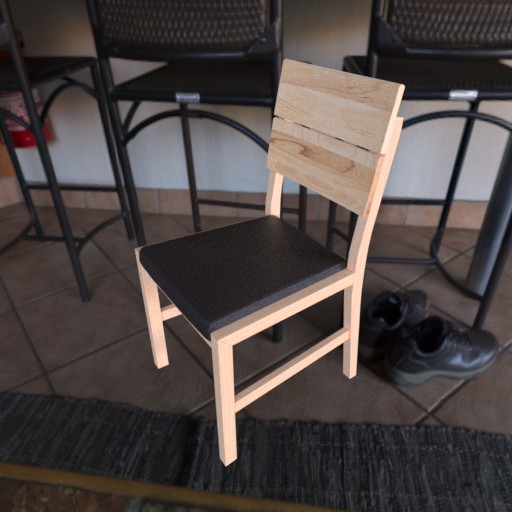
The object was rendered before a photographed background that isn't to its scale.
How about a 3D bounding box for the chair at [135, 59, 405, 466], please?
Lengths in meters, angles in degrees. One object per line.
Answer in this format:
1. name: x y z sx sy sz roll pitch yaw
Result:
1. chair: 0.000 0.000 1.276 0.560 0.950 0.475 -21 38 -29
